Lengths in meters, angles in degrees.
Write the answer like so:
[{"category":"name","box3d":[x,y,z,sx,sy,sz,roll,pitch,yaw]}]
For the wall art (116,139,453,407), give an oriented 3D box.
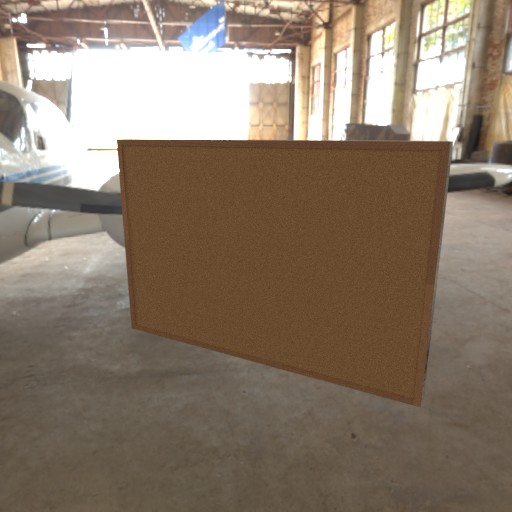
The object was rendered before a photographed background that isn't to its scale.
[{"category":"wall art","box3d":[0.000,0.000,0.803,0.613,0.407,0.035,8,17,28]}]
